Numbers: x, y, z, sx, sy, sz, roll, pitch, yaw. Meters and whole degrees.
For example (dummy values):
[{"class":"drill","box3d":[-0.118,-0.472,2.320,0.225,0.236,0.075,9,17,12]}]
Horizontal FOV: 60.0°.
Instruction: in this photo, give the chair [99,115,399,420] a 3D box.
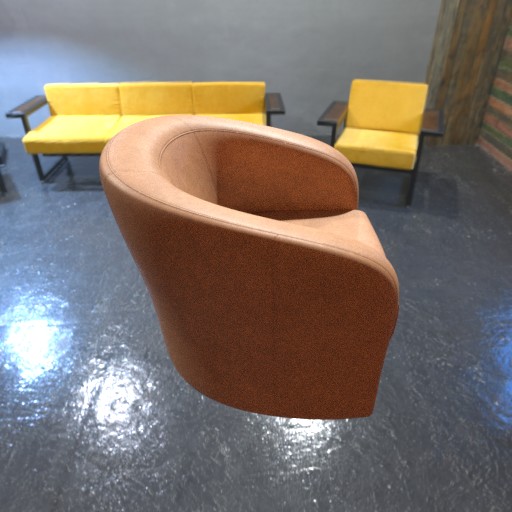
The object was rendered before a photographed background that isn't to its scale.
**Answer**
[{"class":"chair","box3d":[0.000,0.000,1.407,0.815,0.771,0.791,1,33,2]}]
